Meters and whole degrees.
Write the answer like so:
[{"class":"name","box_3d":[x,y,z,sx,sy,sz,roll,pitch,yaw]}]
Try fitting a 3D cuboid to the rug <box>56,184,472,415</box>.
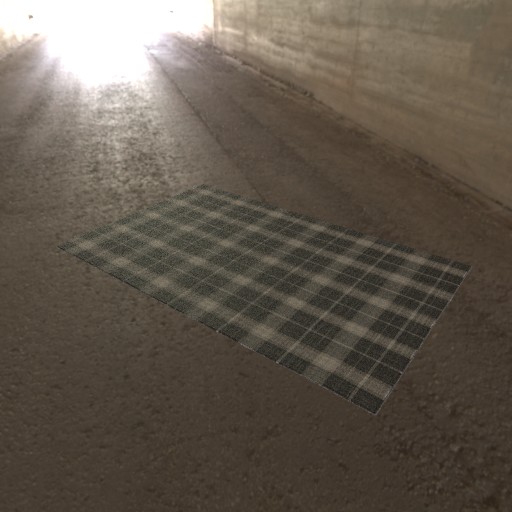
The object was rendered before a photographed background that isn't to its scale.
[{"class":"rug","box_3d":[0.000,0.000,3.036,2.434,0.015,1.520,21,37,32]}]
